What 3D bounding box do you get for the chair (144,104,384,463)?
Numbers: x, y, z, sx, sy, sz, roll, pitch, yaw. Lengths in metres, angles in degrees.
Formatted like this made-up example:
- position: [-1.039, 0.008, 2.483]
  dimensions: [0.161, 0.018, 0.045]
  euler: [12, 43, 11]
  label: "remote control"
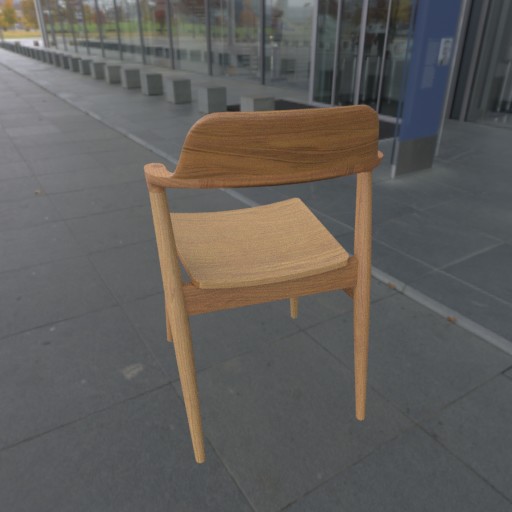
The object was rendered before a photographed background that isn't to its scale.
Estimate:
- position: [0.000, 0.000, 1.133]
  dimensions: [0.512, 0.792, 0.499]
  euler: [-8, 28, -16]
  label: "chair"
